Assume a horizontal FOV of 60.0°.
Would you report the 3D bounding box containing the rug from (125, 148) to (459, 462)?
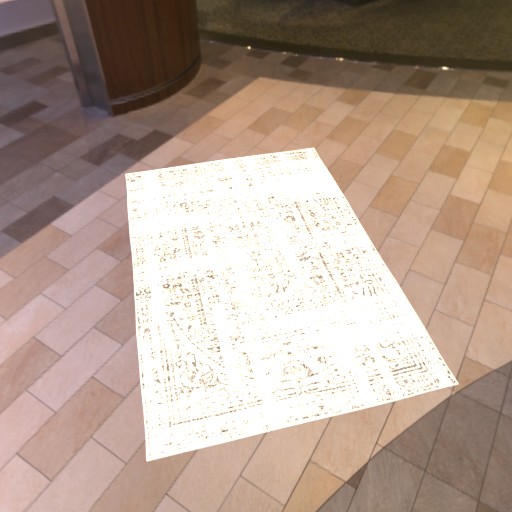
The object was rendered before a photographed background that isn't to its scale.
[{"bbox_3d":[0.000,0.000,3.106,1.706,0.026,2.438,-10,47,-10],"label":"rug"}]
